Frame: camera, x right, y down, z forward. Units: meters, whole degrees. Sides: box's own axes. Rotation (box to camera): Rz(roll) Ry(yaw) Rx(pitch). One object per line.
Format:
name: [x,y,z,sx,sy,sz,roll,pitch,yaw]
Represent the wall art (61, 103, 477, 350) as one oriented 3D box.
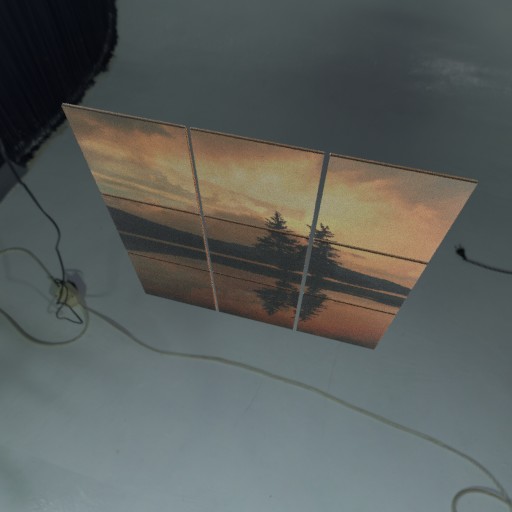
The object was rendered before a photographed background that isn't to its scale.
wall art: [0.000,0.000,1.772,1.216,1.218,0.013,13,58,8]
